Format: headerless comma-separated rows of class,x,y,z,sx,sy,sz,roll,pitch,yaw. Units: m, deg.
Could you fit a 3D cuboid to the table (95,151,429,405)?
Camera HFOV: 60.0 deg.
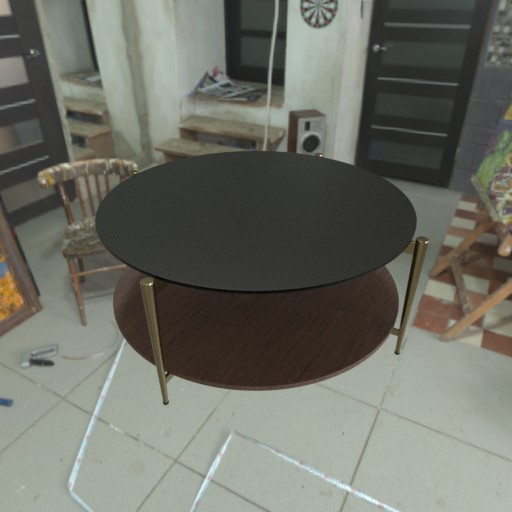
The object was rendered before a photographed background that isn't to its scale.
table,0.000,0.000,1.456,0.938,0.400,0.938,0,32,-1
